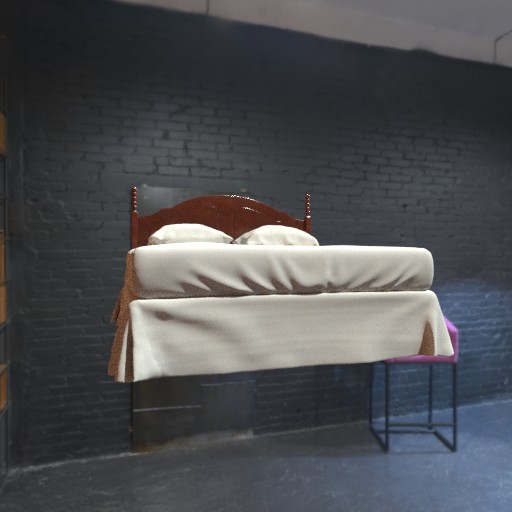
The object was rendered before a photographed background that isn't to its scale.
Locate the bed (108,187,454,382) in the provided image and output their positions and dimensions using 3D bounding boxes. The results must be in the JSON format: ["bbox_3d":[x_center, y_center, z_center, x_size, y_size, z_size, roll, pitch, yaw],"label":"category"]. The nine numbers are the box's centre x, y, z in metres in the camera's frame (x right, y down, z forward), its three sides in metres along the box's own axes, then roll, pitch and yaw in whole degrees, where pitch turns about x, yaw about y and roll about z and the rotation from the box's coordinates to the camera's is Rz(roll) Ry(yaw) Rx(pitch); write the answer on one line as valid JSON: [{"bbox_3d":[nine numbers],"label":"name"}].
[{"bbox_3d":[0.000,0.000,3.642,2.322,1.355,2.219,0,0,-17],"label":"bed"}]
